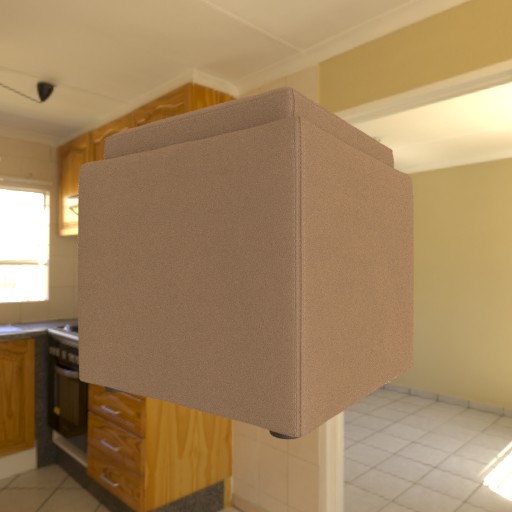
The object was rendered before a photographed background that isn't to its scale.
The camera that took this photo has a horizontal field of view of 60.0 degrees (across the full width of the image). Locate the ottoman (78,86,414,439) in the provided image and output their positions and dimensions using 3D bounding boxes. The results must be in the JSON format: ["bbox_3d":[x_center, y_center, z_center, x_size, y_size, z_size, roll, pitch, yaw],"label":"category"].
[{"bbox_3d":[0.000,0.000,0.804,0.451,0.460,0.450,-1,-1,36],"label":"ottoman"}]
